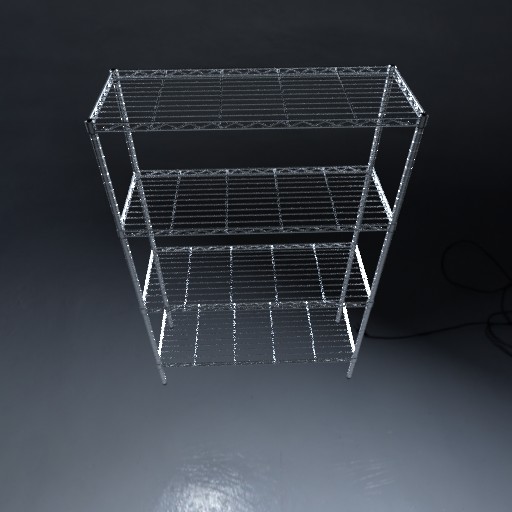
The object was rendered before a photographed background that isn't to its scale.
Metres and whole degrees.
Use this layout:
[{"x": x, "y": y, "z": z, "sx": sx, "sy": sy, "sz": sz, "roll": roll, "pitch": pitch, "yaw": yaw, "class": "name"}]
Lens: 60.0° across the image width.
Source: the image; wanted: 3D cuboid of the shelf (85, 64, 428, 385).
[{"x": 0.000, "y": 0.000, "z": 1.763, "sx": 0.907, "sy": 1.360, "sz": 0.352, "roll": -1, "pitch": 45, "yaw": -1, "class": "shelf"}]
